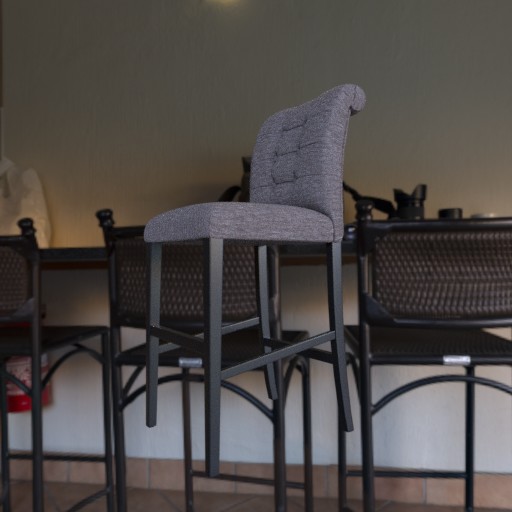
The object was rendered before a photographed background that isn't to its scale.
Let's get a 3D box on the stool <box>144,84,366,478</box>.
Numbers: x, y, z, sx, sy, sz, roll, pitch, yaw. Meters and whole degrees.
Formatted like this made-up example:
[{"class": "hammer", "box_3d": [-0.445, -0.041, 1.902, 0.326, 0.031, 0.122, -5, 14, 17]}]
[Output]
[{"class": "stool", "box_3d": [0.000, 0.000, 1.466, 0.613, 1.131, 0.452, 0, 0, -35]}]
